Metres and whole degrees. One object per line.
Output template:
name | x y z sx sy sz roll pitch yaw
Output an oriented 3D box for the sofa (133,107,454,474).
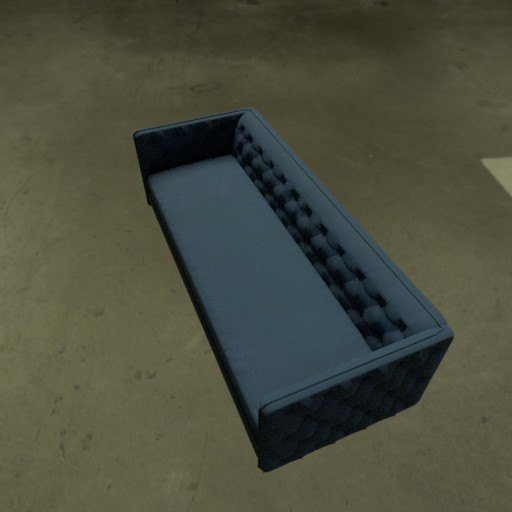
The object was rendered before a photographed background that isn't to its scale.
sofa | 0.000 0.000 2.663 0.895 0.771 2.209 -17 48 -16
